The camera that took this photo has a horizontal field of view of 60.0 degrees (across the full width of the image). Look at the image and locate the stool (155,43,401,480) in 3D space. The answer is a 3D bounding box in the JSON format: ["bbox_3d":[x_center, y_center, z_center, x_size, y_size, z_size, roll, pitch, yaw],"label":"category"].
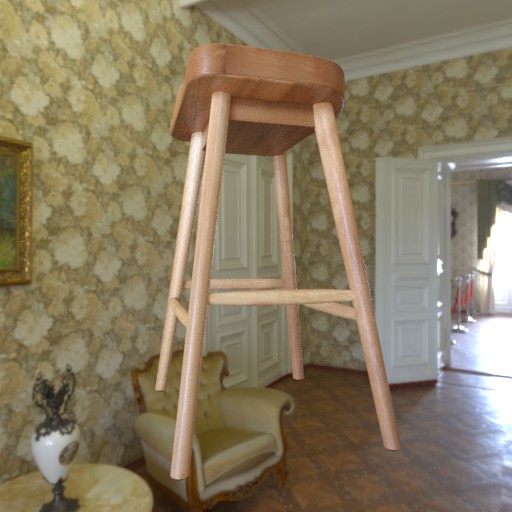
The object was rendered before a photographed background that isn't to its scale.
[{"bbox_3d":[0.000,0.000,0.858,0.361,0.615,0.440,0,0,-16],"label":"stool"}]
